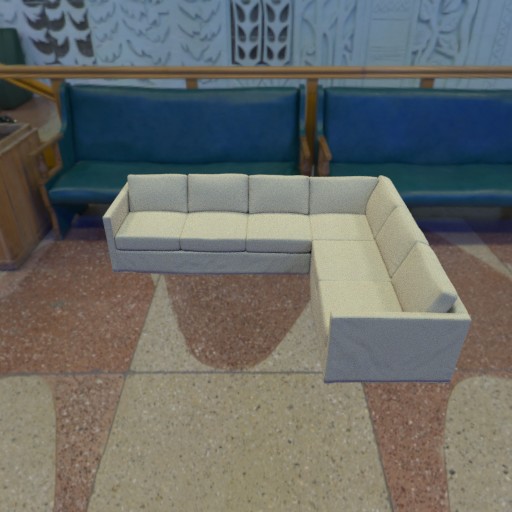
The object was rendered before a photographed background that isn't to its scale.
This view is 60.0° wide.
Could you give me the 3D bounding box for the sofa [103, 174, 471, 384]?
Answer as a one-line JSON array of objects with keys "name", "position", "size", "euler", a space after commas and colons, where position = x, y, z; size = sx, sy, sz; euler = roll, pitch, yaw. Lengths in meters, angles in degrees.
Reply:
[{"name": "sofa", "position": [0.000, 0.000, 4.363], "size": [3.182, 0.871, 2.432], "euler": [1, 32, 2]}]
